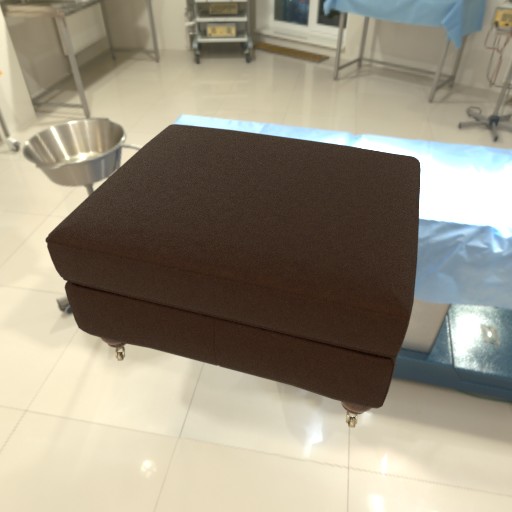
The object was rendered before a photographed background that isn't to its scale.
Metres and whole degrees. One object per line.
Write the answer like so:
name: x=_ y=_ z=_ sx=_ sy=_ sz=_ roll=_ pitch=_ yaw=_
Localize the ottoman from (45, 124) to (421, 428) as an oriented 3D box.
ottoman: x=0.000 y=0.000 z=1.860 sx=1.187 sy=0.730 sz=0.967 roll=11 pitch=41 yaw=13
